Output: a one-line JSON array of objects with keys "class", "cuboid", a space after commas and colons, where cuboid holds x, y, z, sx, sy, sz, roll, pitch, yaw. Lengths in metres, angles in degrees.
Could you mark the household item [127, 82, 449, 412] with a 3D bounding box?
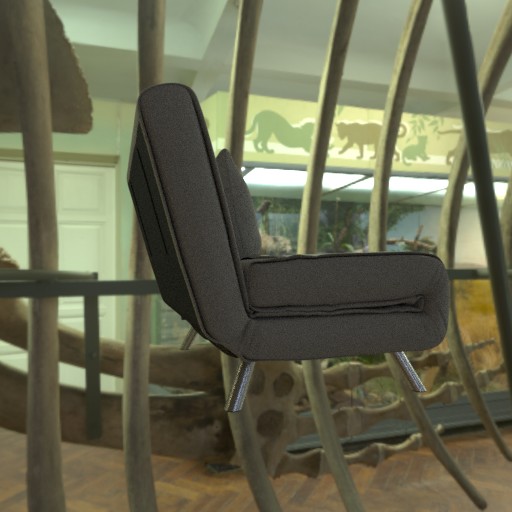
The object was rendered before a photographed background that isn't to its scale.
[{"class": "household item", "cuboid": [0.000, 0.000, 1.592, 0.874, 0.800, 1.000, 0, -1, -18]}]
